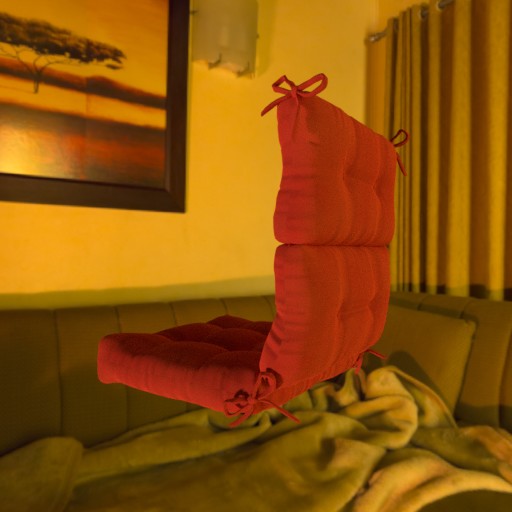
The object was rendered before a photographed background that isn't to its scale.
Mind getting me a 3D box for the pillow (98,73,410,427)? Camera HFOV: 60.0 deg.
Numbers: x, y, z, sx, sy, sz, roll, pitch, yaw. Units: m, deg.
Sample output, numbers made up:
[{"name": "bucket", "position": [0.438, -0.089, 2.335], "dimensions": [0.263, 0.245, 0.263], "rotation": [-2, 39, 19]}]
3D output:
[{"name": "pillow", "position": [0.000, 0.000, 1.019], "dimensions": [0.571, 0.605, 0.519], "rotation": [1, 1, 34]}]
